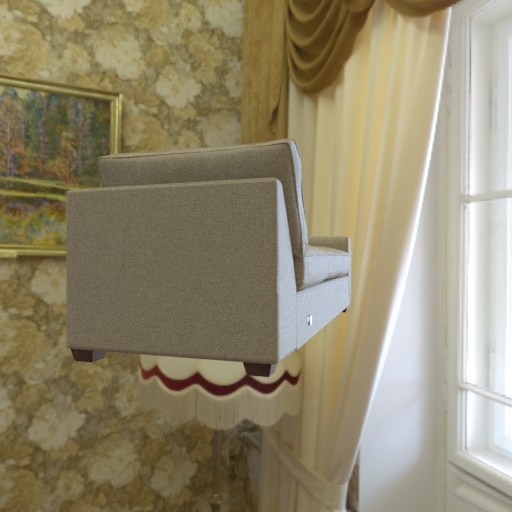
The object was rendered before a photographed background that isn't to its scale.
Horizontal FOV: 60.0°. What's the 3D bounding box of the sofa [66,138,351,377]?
[{"bbox_3d":[0.000,0.000,2.905,1.053,0.948,2.323,0,0,19],"label":"sofa"}]
